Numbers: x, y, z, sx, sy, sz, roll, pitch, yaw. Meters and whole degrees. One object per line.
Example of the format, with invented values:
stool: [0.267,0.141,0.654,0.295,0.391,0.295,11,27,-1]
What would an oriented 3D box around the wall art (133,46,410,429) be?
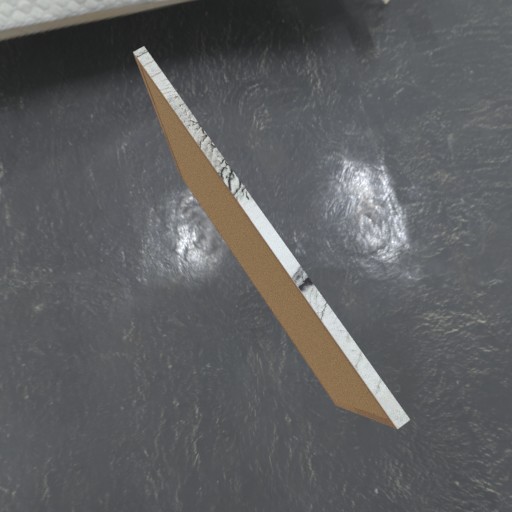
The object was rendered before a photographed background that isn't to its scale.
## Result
wall art: [0.000,0.000,1.436,0.035,0.758,1.141,-33,77,-8]
